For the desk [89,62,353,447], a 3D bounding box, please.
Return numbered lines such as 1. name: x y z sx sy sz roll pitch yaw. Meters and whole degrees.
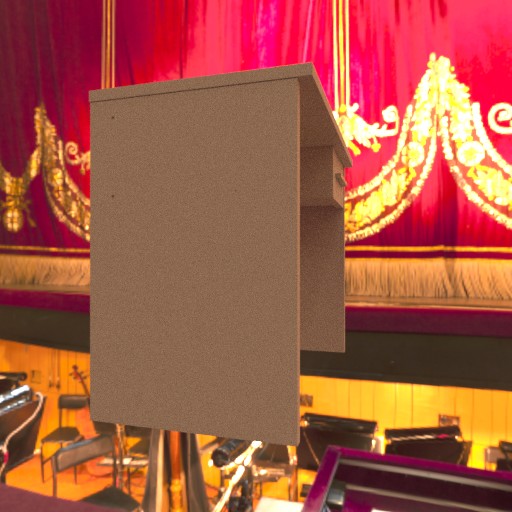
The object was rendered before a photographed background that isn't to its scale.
1. desk: 0.000 0.000 1.337 0.498 0.729 0.900 0 0 17
